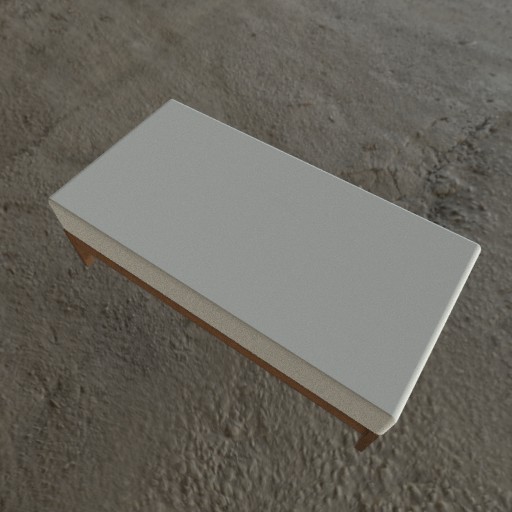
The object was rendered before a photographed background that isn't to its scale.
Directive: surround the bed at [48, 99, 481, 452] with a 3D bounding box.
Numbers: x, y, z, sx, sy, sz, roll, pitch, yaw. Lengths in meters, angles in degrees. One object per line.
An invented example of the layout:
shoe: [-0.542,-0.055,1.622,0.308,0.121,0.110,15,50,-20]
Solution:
bed: [0.000,0.000,2.383,1.902,0.616,0.961,30,62,18]
